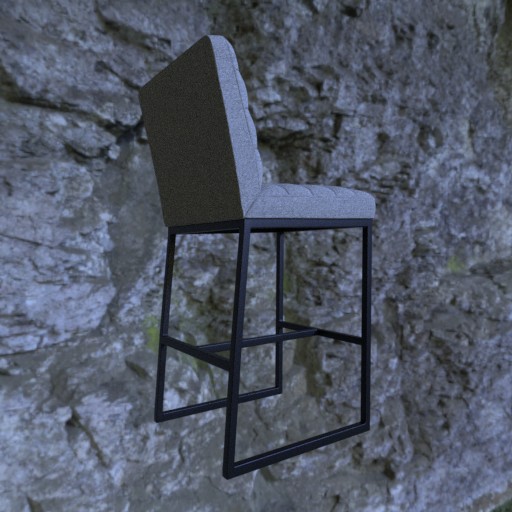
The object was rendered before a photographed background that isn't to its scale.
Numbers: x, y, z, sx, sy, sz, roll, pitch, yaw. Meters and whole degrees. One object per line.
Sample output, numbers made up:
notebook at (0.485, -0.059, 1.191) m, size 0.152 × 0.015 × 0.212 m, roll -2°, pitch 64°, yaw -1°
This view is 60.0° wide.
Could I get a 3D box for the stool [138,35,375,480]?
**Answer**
stool at (0.000, 0.000, 1.336) m, size 0.571 × 1.034 × 0.459 m, roll 0°, pitch 1°, yaw -35°
